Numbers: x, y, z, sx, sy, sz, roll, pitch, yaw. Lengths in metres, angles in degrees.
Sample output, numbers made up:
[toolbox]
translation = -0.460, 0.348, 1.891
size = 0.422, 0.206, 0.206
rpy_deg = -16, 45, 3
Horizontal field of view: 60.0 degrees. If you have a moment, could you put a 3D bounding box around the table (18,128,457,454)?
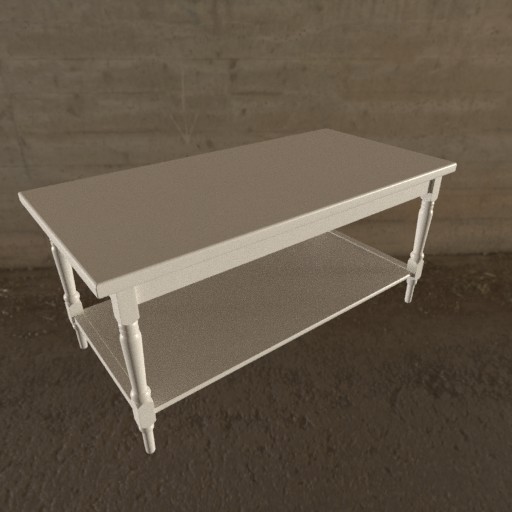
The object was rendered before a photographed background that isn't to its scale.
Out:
[table]
translation = 0.000, 0.000, 1.356
size = 1.107, 0.510, 0.550
rpy_deg = -21, 36, -32
